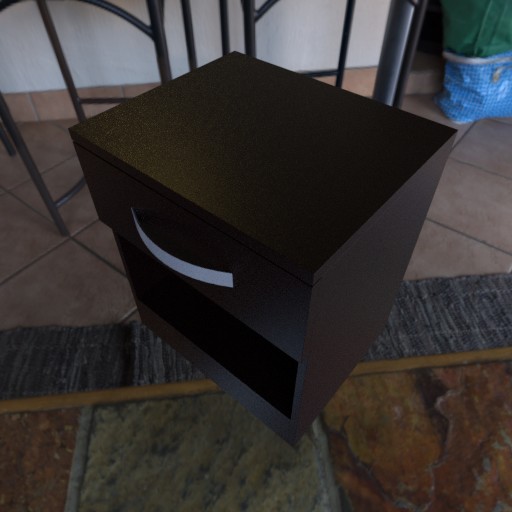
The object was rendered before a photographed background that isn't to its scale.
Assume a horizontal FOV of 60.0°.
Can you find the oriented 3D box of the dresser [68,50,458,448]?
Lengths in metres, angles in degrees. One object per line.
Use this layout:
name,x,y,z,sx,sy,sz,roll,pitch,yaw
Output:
dresser,0.000,0.000,0.754,0.400,0.470,0.360,32,54,26
